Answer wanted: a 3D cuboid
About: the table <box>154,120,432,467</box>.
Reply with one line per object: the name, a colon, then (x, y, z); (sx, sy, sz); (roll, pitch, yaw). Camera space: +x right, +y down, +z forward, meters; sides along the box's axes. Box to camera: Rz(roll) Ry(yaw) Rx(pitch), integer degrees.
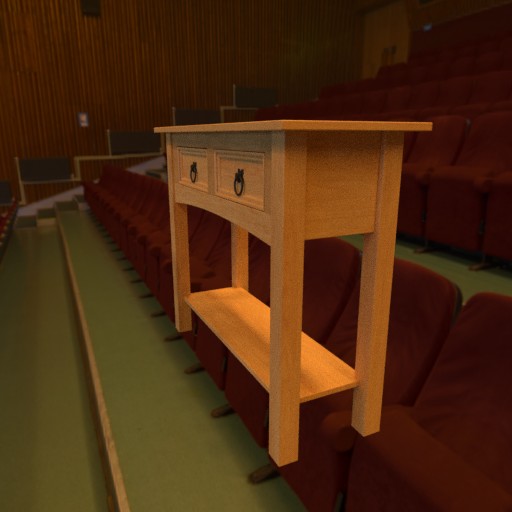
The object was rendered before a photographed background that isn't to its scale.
table: (0.000, 0.000, 1.288); (0.340, 0.728, 0.900); (-7, 17, -25)
